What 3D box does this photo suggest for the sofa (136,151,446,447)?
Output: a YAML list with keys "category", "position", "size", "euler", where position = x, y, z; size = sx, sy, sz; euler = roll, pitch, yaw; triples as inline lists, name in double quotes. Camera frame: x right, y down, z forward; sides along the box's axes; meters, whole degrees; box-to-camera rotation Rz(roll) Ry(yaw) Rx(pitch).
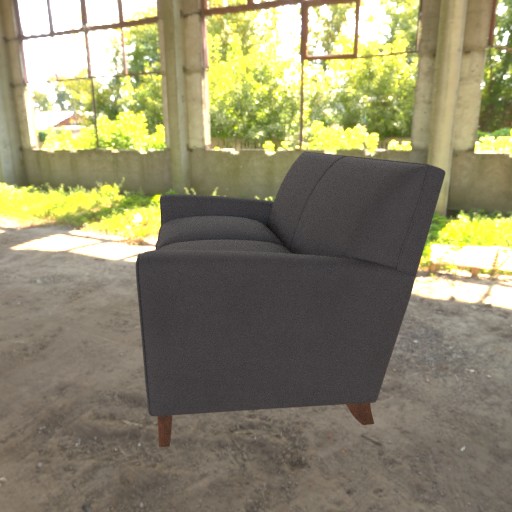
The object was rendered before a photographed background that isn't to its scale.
- category: "sofa"
  position: [0.000, 0.000, 1.925]
  size: [0.871, 0.846, 1.420]
  euler: [-2, 15, -9]
